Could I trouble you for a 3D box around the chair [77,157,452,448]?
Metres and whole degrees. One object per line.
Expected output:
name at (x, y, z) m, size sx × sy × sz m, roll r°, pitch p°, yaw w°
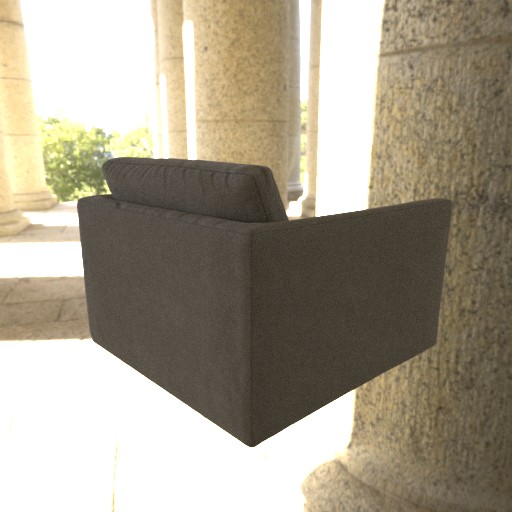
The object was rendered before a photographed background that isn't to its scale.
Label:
chair at (0.000, 0.000, 1.875) m, size 1.091 × 0.845 × 1.190 m, roll -13°, pitch 19°, yaw -43°
